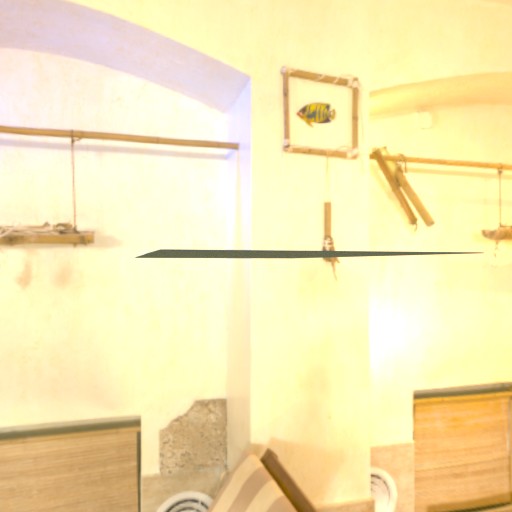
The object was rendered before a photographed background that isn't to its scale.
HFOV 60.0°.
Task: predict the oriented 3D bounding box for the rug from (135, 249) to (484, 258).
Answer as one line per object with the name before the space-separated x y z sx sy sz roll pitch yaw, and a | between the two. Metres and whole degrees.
rug | 0.000 0.000 3.050 1.525 0.007 2.440 0 -1 -17
